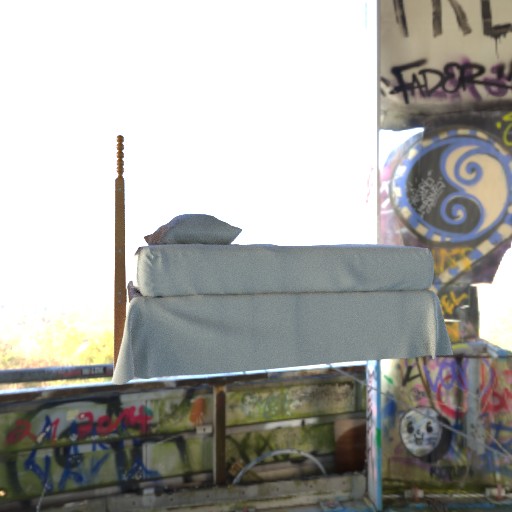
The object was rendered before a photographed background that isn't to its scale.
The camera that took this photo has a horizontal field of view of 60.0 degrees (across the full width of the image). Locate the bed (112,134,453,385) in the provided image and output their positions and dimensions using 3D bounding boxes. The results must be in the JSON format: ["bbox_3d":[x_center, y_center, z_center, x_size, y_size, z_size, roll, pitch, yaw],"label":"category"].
[{"bbox_3d":[0.000,0.000,3.682,2.219,1.355,2.322,0,0,-16],"label":"bed"}]
